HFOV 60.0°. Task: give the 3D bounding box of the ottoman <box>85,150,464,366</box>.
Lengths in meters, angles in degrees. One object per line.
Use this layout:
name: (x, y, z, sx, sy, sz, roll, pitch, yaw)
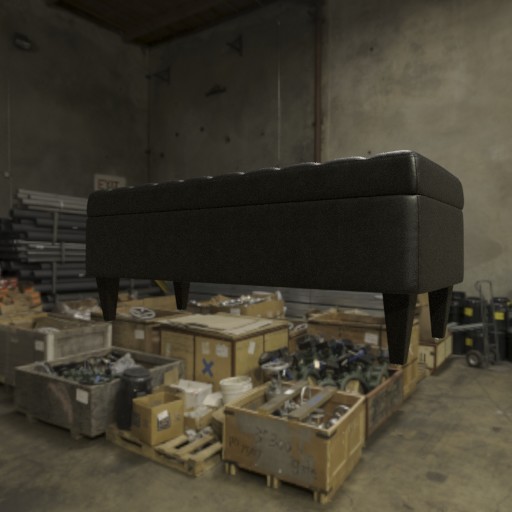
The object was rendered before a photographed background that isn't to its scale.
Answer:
ottoman: (0.000, 0.000, 1.417, 1.151, 0.469, 0.482, 0, 1, 36)
